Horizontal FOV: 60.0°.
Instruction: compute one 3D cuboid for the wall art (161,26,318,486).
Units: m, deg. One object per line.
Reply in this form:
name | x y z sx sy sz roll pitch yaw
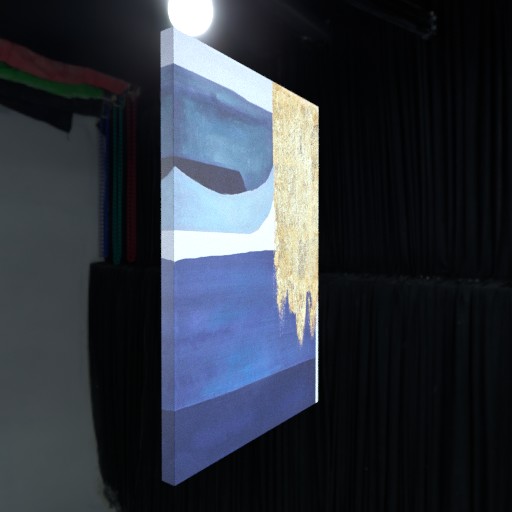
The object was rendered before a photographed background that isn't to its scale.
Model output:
wall art | 0.000 0.000 1.135 0.039 0.911 0.607 1 1 35
